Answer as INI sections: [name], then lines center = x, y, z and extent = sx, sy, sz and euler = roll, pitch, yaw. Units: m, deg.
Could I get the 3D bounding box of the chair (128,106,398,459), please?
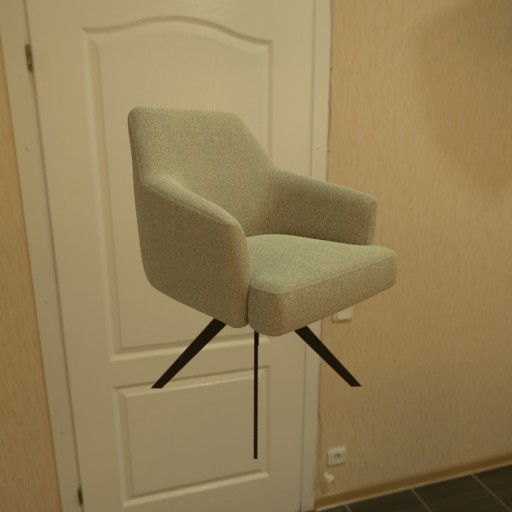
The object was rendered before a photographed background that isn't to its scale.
[chair]
center = 0.000, 0.000, 1.336
extent = 0.677, 0.874, 0.642
euler = 14, 19, 43
